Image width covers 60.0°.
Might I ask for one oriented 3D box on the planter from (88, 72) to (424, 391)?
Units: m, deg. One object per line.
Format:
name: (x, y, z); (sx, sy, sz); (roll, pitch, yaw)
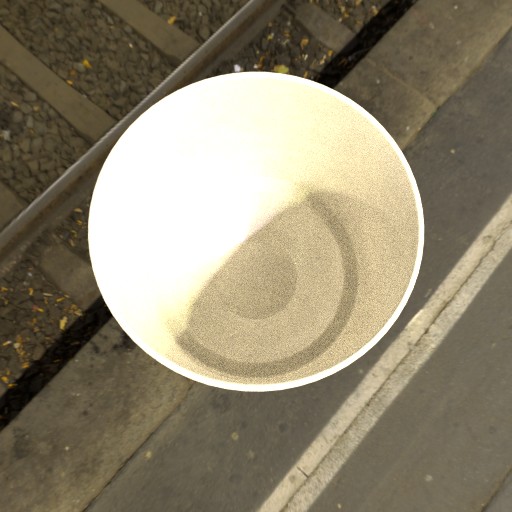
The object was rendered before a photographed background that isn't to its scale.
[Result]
planter: (0.000, 0.000, 0.445); (0.250, 0.239, 0.250); (0, 76, 0)
